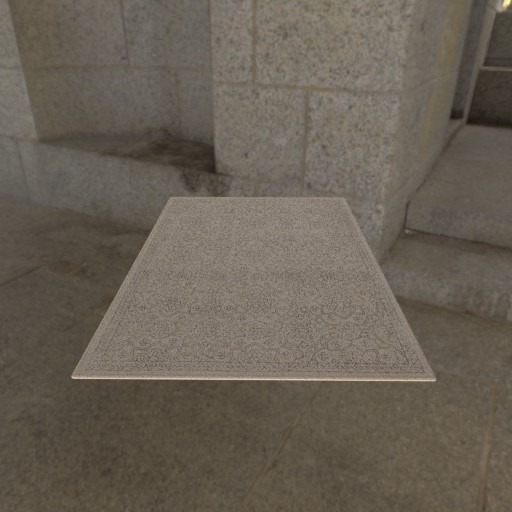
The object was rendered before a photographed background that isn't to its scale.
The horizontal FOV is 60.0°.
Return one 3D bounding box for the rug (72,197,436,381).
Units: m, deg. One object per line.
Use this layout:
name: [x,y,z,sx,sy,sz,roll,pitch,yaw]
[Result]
rug: [0.000,0.000,2.863,1.524,0.011,2.286,0,27,1]
